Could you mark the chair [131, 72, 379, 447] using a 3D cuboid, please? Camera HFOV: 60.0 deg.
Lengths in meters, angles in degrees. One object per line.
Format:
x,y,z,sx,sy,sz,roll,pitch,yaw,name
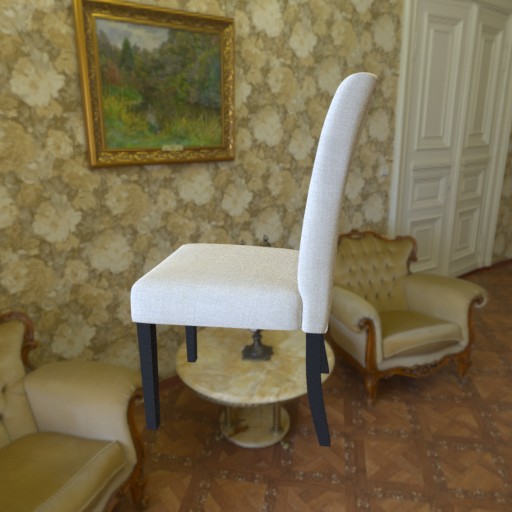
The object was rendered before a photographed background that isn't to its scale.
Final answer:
0.000,0.000,1.270,0.597,0.921,0.509,2,16,8,chair
